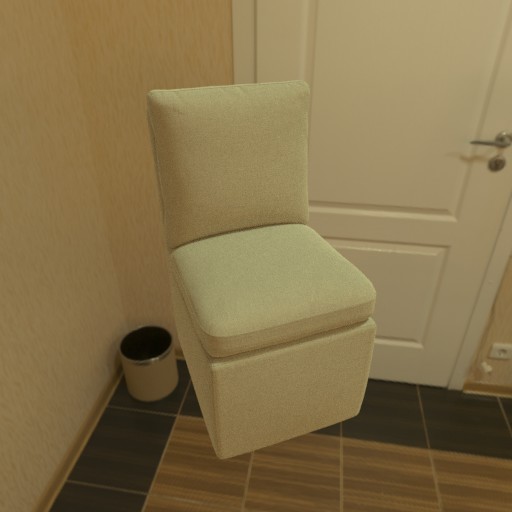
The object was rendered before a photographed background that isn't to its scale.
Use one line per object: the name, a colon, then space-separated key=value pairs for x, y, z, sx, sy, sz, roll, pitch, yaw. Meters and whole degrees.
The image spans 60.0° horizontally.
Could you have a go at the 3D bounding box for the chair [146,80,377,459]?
chair: x=0.000 y=0.000 z=1.367 sx=0.503 sy=0.927 sz=0.698 roll=-11 pitch=34 yaw=-17
